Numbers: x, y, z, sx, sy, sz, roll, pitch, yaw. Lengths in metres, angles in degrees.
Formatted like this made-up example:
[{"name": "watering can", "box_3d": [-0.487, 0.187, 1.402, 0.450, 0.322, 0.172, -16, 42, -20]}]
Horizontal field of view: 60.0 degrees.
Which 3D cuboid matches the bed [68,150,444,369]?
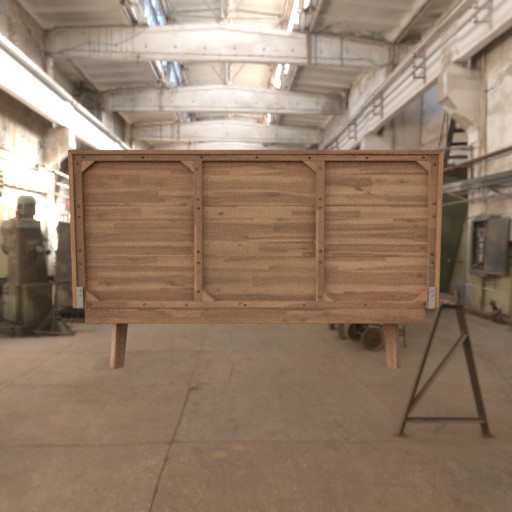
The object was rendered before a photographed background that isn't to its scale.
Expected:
[{"name": "bed", "box_3d": [0.000, 0.000, 3.153, 1.759, 1.071, 2.145, 0, 2, 0]}]
